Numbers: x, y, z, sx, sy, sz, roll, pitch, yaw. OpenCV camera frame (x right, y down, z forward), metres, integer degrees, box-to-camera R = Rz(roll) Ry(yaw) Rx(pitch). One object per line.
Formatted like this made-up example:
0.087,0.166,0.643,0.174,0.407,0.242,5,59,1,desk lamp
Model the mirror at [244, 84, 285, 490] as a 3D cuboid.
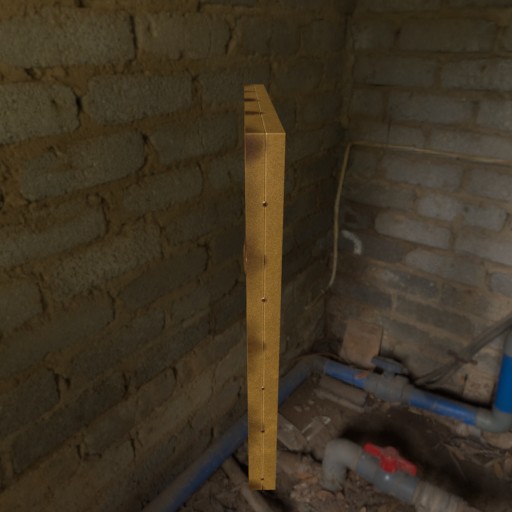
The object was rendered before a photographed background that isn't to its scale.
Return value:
0.000,0.000,0.760,0.042,0.507,0.509,-1,26,-1,mirror
